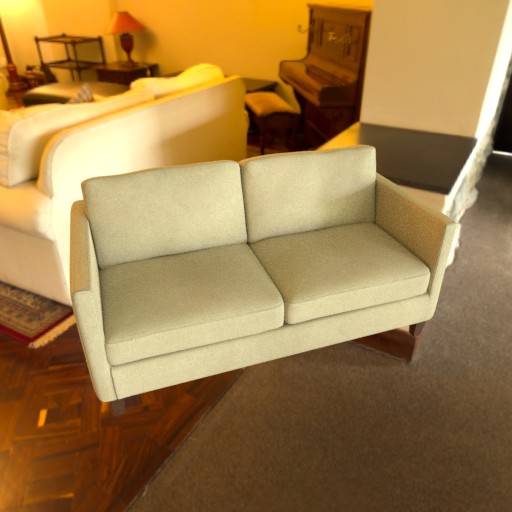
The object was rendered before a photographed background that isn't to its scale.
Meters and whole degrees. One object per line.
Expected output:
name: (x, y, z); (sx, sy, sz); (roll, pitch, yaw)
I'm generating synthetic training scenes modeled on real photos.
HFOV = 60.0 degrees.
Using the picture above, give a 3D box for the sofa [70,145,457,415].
sofa: (0.000, 0.000, 2.440); (1.846, 0.940, 0.950); (-10, 33, -16)
